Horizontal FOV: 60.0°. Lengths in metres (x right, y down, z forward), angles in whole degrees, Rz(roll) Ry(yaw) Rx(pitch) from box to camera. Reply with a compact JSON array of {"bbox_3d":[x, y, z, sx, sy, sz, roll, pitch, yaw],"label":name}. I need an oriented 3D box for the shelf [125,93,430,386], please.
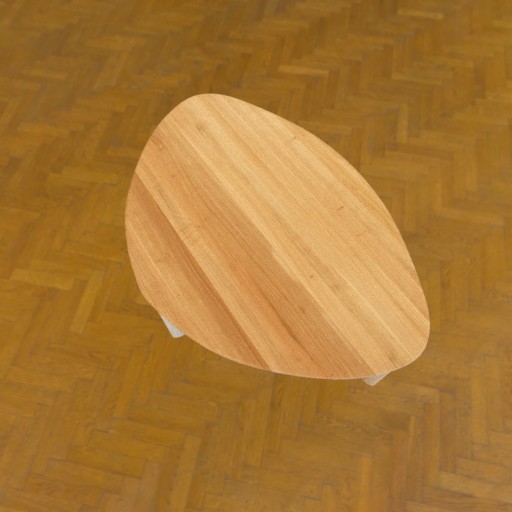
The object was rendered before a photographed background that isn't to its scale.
[{"bbox_3d":[0.000,0.000,1.658,0.845,0.440,1.246,-32,67,-15],"label":"shelf"}]
